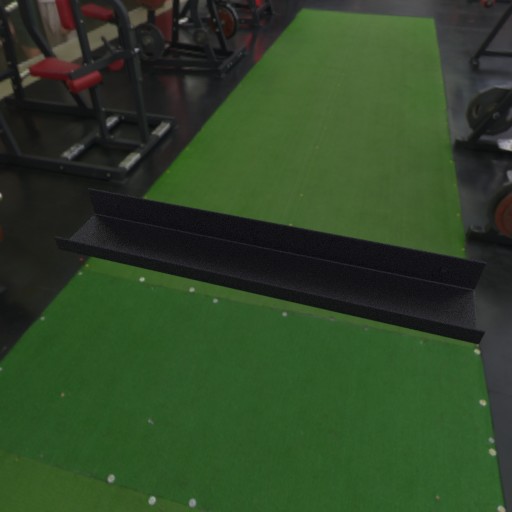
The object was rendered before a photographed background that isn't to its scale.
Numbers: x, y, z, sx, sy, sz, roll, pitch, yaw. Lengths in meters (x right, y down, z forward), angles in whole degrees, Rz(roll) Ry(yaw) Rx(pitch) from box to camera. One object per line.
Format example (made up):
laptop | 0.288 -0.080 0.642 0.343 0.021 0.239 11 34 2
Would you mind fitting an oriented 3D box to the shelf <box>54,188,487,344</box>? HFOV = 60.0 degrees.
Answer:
shelf | 0.000 0.000 0.633 0.605 0.053 0.102 12 42 13
